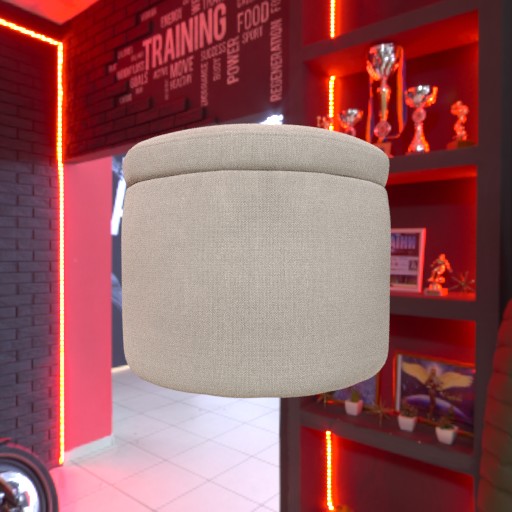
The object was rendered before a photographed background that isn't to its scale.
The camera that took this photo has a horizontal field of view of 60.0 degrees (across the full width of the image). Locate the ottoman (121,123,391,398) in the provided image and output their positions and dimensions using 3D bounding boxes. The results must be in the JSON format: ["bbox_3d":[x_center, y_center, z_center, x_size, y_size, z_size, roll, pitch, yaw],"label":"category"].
[{"bbox_3d":[0.000,0.000,0.857,0.497,0.409,0.497,0,0,0],"label":"ottoman"}]
